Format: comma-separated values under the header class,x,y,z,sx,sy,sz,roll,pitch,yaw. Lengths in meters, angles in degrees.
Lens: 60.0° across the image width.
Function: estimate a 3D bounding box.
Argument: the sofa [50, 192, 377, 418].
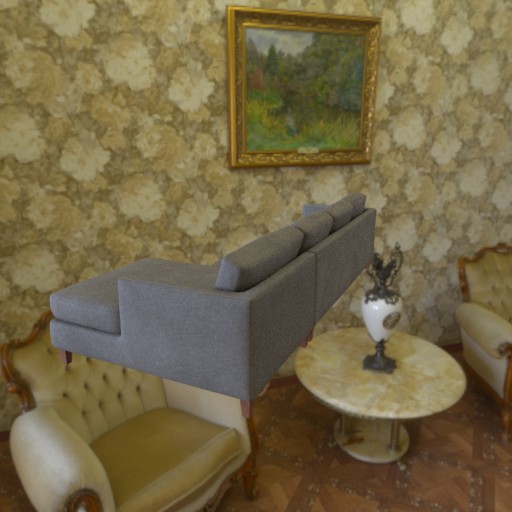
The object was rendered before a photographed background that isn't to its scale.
class,x,y,z,sx,sy,sz,roll,pitch,yaw
sofa,0.000,0.000,4.192,1.604,0.950,3.471,7,17,24
